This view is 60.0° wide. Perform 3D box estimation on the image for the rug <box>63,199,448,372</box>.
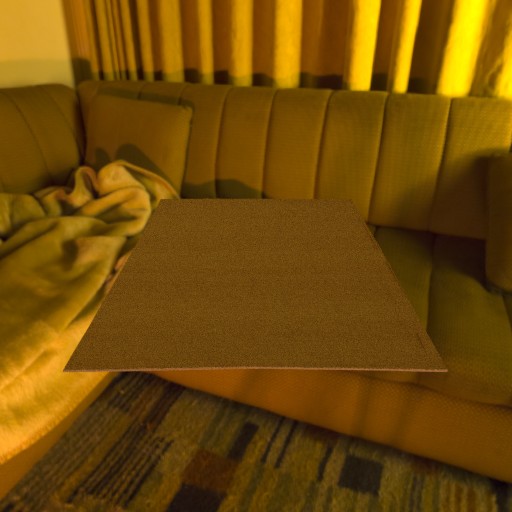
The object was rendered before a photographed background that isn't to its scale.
[{"bbox_3d":[0.000,0.000,4.207,2.434,0.045,3.202,0,27,0],"label":"rug"}]
